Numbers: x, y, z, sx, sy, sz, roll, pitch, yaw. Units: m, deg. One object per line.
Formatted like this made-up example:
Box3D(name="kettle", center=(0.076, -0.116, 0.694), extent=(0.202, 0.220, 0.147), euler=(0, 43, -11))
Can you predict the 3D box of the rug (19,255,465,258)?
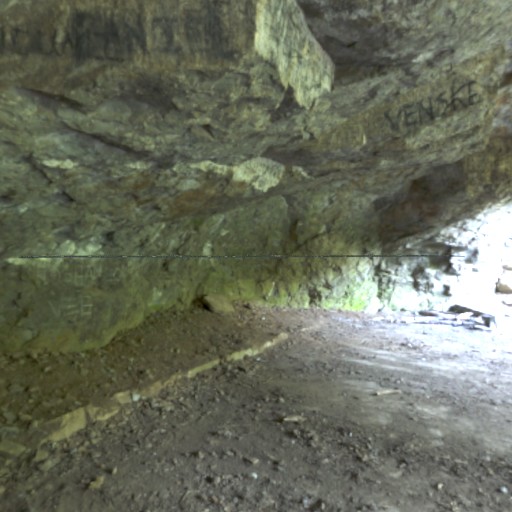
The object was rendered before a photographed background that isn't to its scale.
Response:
Box3D(name="rug", center=(0.000, 0.000, 2.684), extent=(2.476, 0.010, 0.807), euler=(0, 0, -20))
